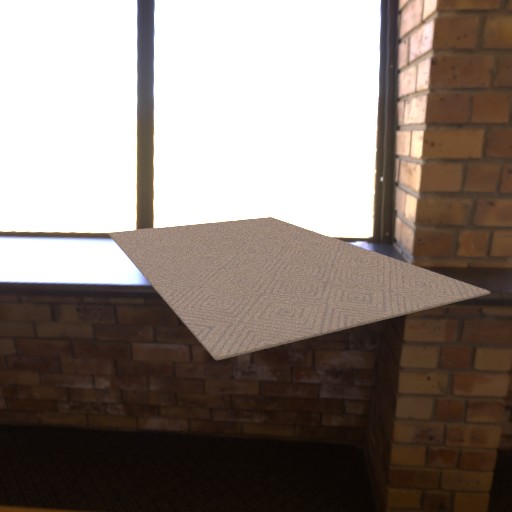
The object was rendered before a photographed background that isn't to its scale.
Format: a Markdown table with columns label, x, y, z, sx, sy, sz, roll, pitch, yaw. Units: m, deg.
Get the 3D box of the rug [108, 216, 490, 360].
| label | x | y | z | sx | sy | sz | roll | pitch | yaw |
| --- | --- | --- | --- | --- | --- | --- | --- | --- | --- |
| rug | 0.000 | 0.000 | 2.212 | 1.143 | 0.008 | 1.753 | -8 | 18 | -26 |
